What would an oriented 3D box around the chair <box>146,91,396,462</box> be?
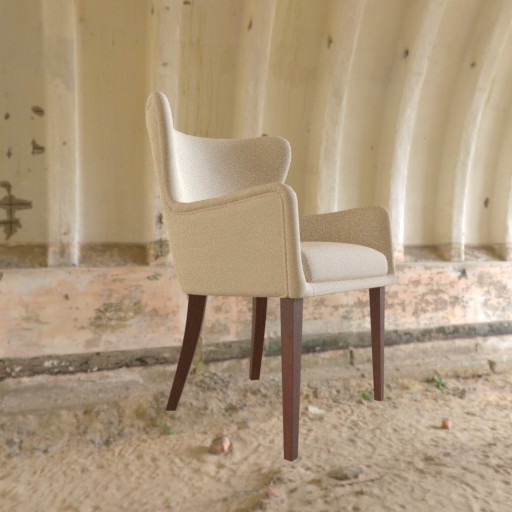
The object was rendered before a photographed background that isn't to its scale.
[{"bbox_3d":[0.000,0.000,1.499,0.744,0.990,0.696,0,0,37],"label":"chair"}]
